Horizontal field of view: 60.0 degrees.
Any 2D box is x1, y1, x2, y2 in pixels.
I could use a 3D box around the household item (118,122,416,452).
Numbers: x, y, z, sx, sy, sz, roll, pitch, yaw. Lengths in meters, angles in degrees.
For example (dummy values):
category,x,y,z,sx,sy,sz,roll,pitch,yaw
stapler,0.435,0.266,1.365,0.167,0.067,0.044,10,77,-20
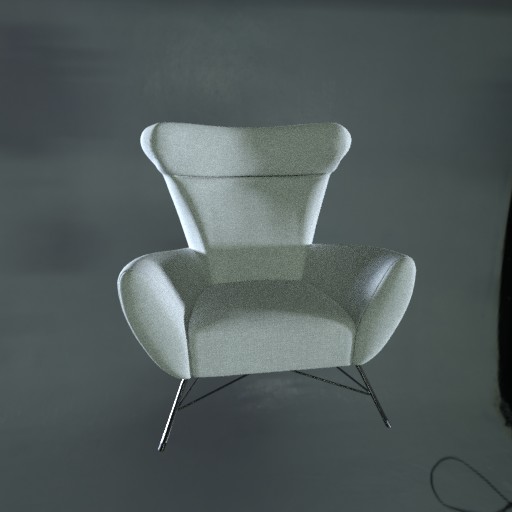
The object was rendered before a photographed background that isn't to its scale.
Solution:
category,x,y,z,sx,sy,sz,roll,pitch,yaw
household item,0.000,0.000,1.796,0.980,1.050,0.900,-2,16,-9
